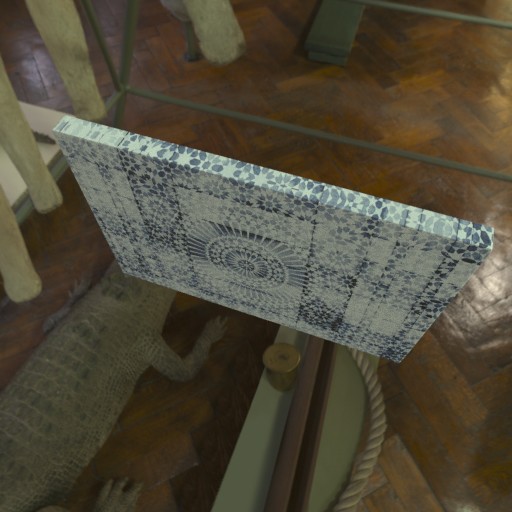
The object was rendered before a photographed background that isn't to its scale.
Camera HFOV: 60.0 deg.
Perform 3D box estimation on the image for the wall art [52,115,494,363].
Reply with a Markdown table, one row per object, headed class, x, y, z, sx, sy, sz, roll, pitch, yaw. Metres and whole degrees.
| class | x | y | z | sx | sy | sz | roll | pitch | yaw |
| --- | --- | --- | --- | --- | --- | --- | --- | --- | --- |
| wall art | 0.000 | 0.000 | 1.137 | 0.911 | 0.608 | 0.057 | 17 | 59 | 10 |
